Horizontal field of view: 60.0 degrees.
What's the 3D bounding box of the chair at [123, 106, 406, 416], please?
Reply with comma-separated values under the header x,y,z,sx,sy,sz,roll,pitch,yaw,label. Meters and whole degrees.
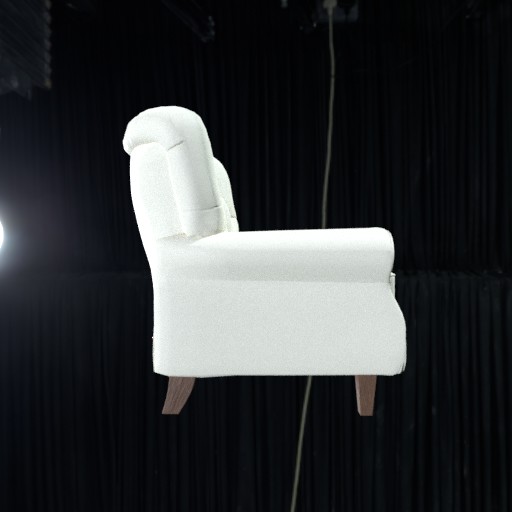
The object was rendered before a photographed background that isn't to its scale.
x,y,z,sx,sy,sz,roll,pitch,yaw,label
0.000,0.000,2.031,1.132,1.169,1.035,0,1,1,chair
